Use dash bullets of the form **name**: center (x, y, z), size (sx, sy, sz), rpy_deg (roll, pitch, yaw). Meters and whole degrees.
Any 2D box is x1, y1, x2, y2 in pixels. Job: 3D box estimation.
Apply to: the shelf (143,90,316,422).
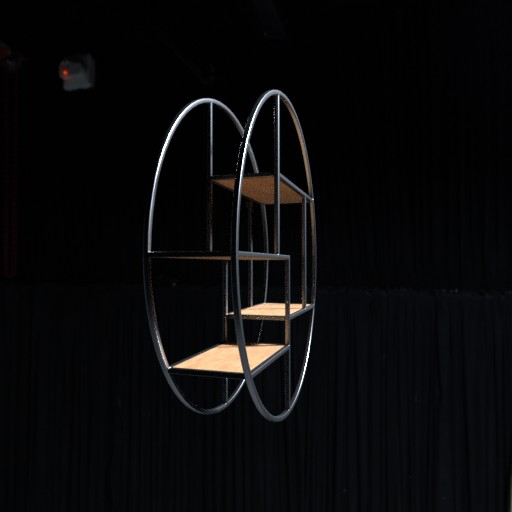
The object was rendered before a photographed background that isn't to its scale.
- **shelf**: center (0.000, 0.000, 1.287), size (0.202, 0.888, 0.888), rpy_deg (0, -1, 17)
